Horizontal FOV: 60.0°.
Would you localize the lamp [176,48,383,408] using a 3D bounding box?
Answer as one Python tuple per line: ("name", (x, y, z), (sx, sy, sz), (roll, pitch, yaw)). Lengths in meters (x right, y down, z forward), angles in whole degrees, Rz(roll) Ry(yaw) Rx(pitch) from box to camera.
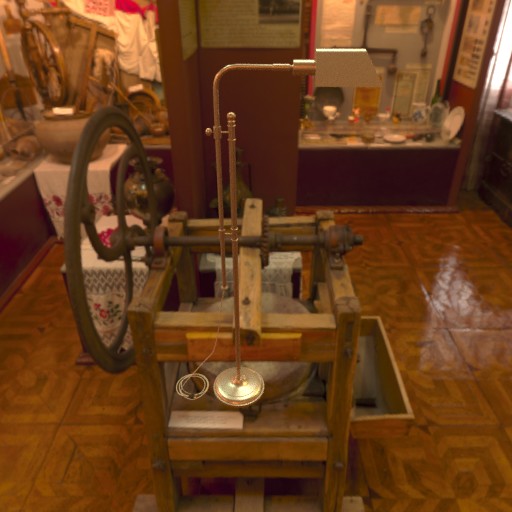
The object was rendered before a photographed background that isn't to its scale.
("lamp", (0.000, 0.000, 1.840), (0.813, 1.571, 0.256), (1, 31, 2))
